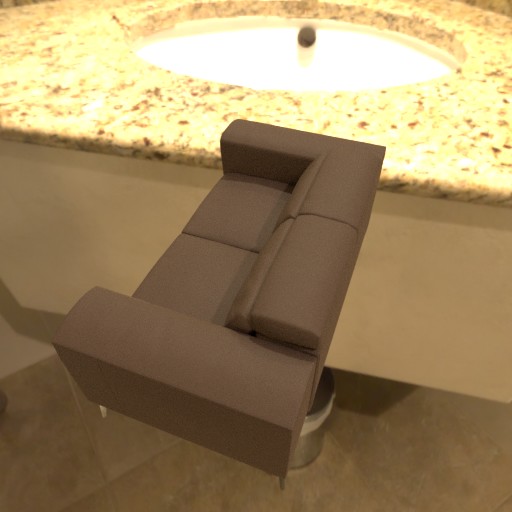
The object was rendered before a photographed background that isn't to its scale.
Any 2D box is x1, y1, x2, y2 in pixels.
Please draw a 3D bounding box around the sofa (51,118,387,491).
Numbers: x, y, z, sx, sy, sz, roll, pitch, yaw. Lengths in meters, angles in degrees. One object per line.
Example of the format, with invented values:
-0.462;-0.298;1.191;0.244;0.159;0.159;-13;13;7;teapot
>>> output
0.000;0.000;2.349;1.003;0.779;1.895;15;47;15;sofa
